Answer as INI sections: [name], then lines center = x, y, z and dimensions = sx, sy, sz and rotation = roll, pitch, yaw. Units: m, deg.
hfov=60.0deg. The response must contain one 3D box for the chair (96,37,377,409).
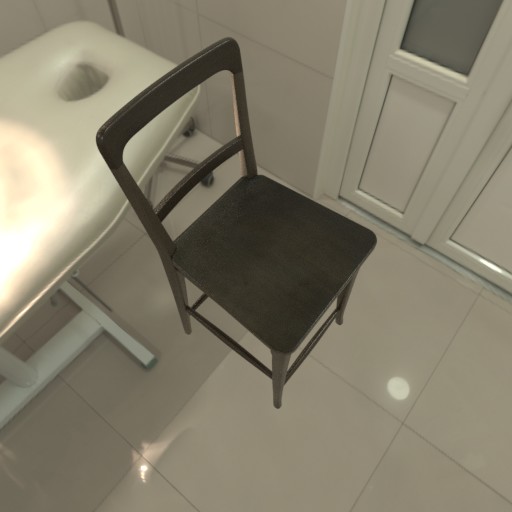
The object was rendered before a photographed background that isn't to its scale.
[chair]
center = 0.000, 0.000, 1.313
dimensions = 0.546, 0.991, 0.450
rotation = 34, 65, 19
